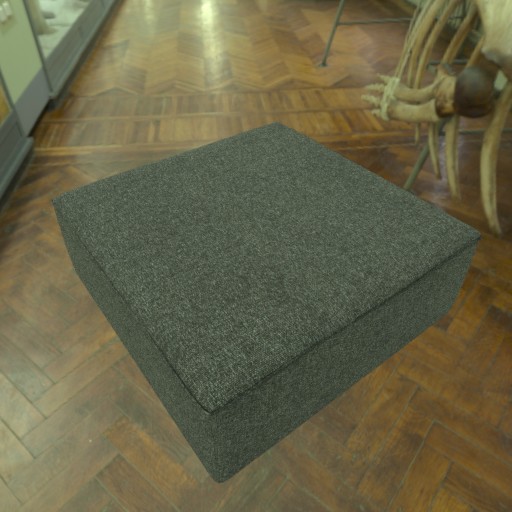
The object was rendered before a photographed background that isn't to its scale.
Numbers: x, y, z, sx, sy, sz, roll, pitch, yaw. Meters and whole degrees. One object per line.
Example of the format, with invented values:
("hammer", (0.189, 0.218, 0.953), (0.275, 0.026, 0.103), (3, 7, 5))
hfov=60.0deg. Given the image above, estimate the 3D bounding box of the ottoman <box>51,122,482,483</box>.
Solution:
("ottoman", (0.000, 0.000, 1.534), (1.021, 0.423, 1.017), (-26, 48, -27))
